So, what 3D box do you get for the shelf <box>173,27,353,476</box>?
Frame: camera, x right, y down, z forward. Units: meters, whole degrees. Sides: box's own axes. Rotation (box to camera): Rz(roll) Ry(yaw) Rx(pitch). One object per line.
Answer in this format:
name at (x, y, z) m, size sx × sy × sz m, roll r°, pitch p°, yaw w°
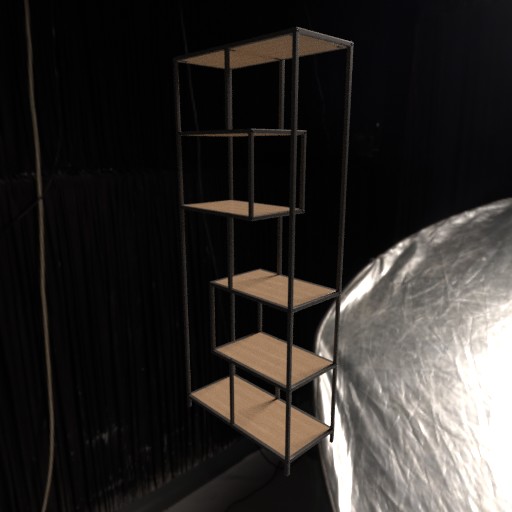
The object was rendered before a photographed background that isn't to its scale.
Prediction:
shelf at (0.000, 0.000, 2.160) m, size 0.350 × 1.850 × 0.770 m, roll -13°, pitch 19°, yaw -42°
